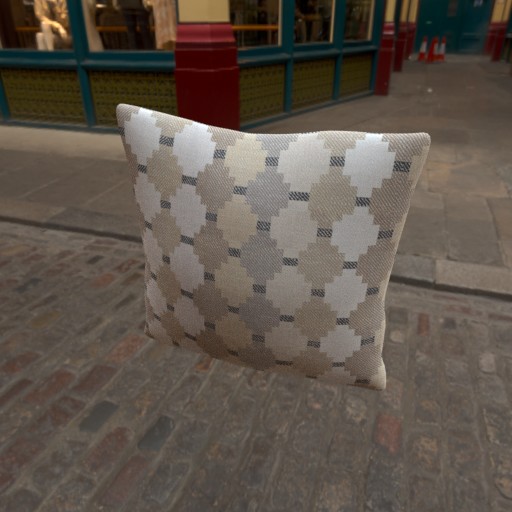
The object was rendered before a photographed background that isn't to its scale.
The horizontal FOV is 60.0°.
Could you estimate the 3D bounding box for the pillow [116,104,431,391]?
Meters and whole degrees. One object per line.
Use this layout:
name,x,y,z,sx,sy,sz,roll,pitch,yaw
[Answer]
pillow,0.000,0.000,0.890,0.578,0.558,0.192,9,30,16
